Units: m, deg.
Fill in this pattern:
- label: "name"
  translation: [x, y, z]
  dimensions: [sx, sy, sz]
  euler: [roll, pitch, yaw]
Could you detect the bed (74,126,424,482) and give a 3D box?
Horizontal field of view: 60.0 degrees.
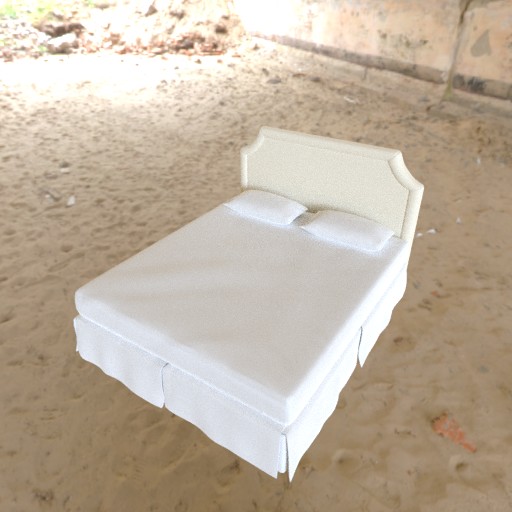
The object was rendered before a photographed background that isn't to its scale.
- label: "bed"
  translation: [0.000, 0.000, 4.196]
  dimensions: [2.350, 1.590, 2.773]
  euler: [19, 37, 28]
